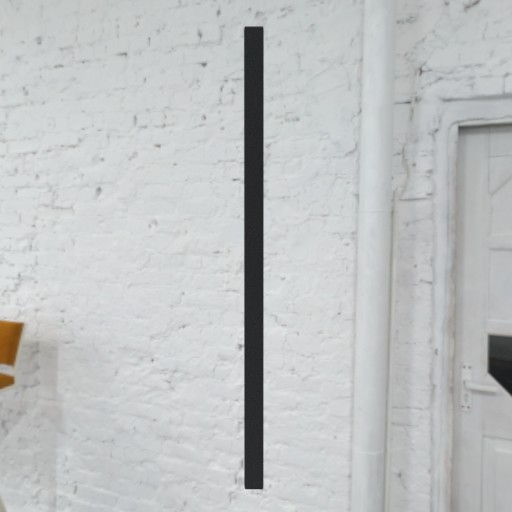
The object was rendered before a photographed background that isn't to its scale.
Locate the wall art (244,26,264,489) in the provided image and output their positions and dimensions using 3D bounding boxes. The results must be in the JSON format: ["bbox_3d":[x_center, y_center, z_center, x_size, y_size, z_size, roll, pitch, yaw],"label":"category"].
[{"bbox_3d":[0.000,0.000,0.702,0.021,0.508,0.432,0,1,1],"label":"wall art"}]
